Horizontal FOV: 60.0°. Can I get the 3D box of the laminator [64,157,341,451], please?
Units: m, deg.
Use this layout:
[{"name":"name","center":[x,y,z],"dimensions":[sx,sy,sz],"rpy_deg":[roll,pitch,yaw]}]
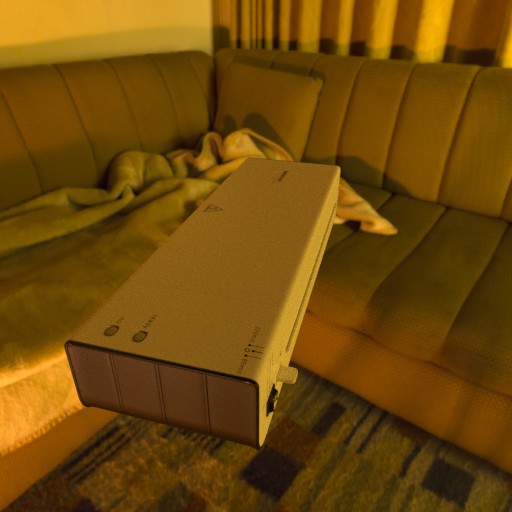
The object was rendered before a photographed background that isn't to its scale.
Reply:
[{"name":"laminator","center":[0.000,0.000,0.384],"dimensions":[0.123,0.062,0.340],"rpy_deg":[8,31,14]}]
